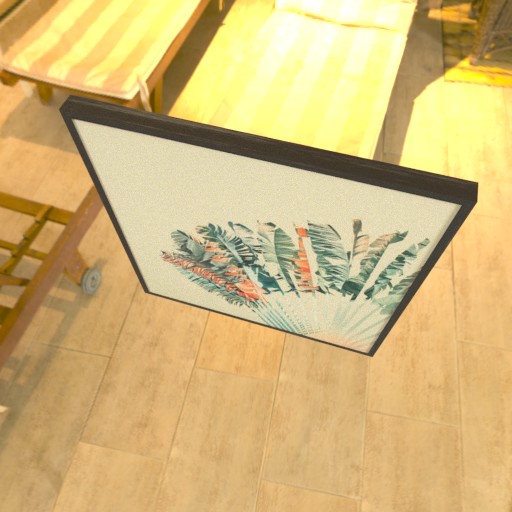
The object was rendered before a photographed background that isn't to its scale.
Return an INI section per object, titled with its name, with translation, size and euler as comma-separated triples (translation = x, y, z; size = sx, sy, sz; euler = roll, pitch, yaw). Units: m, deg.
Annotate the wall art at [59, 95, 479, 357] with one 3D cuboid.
[wall art]
translation = 0.000, 0.000, 1.109
size = 0.762, 0.758, 0.043
euler = 15, 59, 9
